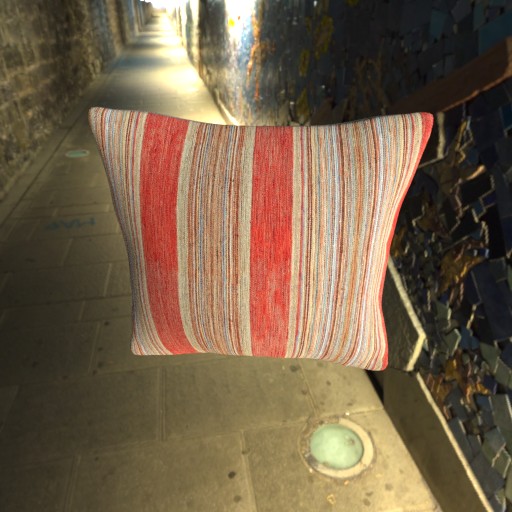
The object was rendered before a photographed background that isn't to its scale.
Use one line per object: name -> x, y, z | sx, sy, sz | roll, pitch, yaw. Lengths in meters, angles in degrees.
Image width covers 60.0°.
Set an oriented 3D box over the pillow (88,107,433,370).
pillow -> 0.000, 0.000, 0.651 | 0.437, 0.419, 0.136 | 2, 30, 4
